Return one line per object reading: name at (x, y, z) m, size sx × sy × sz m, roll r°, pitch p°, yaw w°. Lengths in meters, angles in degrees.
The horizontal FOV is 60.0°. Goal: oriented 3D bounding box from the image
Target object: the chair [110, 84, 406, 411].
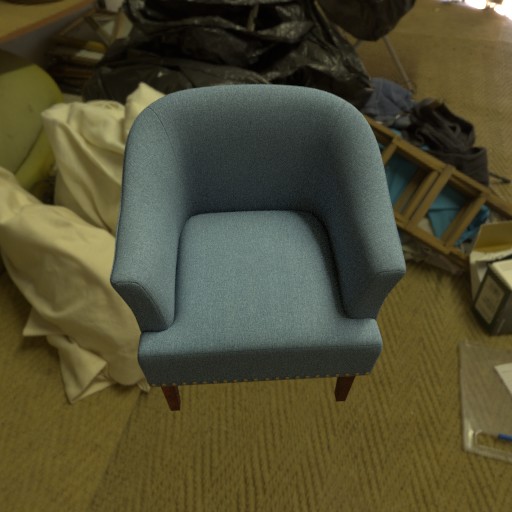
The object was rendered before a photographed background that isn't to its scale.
chair at (0.000, 0.000, 1.424) m, size 0.772 × 0.815 × 0.704 m, roll -2°, pitch 47°, yaw -2°
